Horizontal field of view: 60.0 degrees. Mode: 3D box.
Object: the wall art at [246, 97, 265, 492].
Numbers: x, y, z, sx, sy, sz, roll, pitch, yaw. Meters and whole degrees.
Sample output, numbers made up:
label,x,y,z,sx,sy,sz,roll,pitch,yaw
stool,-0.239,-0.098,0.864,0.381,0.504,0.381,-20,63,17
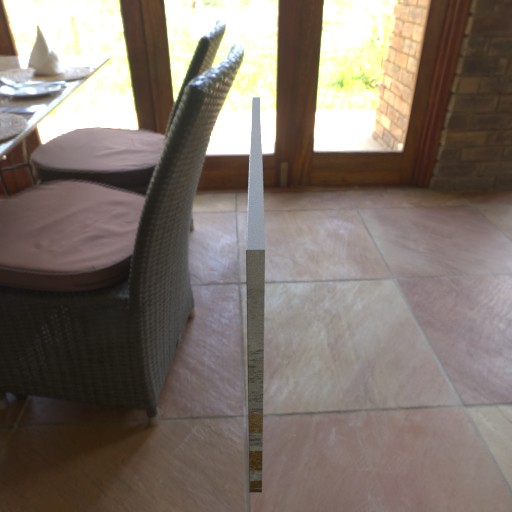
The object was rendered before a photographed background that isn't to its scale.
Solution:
label,x,y,z,sx,sy,sz,roll,pitch,yaw
wall art,0.000,0.000,1.181,0.027,0.610,0.932,0,32,0
